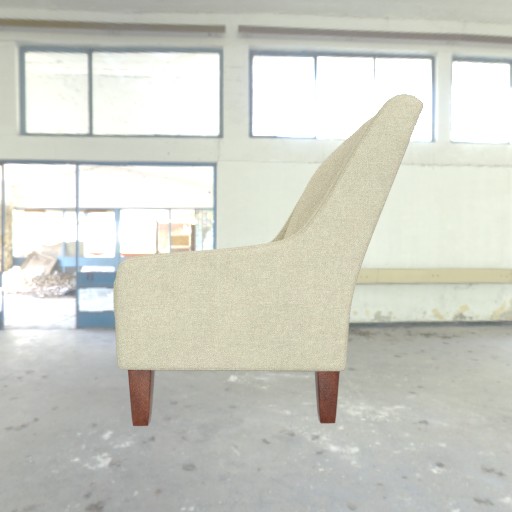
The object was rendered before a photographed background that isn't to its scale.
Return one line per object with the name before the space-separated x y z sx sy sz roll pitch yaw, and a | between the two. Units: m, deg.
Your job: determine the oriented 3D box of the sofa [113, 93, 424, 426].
sofa | 0.000 0.000 1.877 0.946 0.976 1.212 0 1 -2
